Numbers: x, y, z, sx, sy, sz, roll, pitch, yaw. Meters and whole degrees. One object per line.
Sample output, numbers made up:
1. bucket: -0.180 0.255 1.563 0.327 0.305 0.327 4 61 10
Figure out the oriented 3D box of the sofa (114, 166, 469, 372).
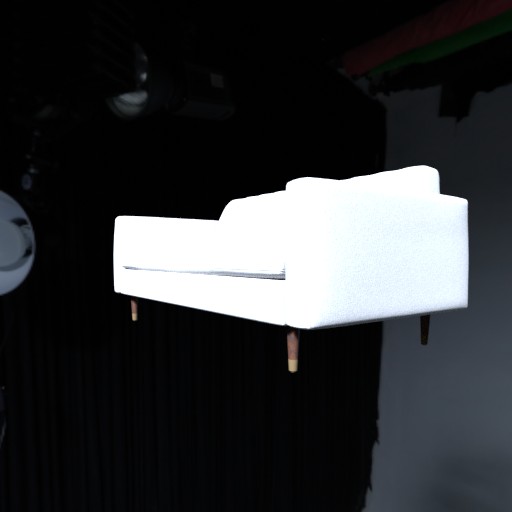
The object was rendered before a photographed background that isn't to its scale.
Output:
1. sofa: 0.000 0.000 2.408 0.969 0.814 1.895 0 0 -36
